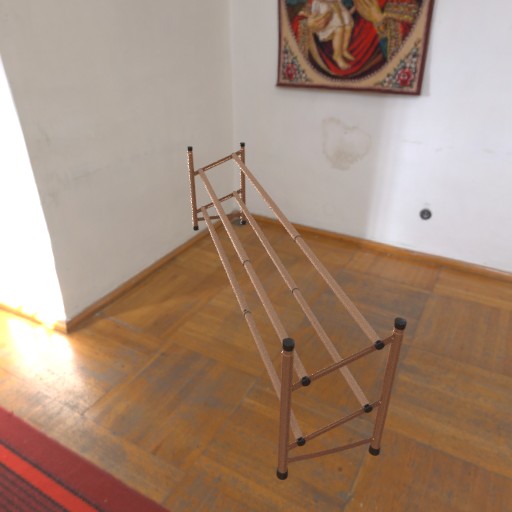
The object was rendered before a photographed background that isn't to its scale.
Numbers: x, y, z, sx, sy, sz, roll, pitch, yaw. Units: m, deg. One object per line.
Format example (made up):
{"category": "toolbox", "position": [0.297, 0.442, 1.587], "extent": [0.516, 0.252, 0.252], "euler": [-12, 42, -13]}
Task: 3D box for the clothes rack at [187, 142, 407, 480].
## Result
{"category": "clothes rack", "position": [0.000, 0.000, 1.306], "extent": [0.229, 0.349, 1.168], "euler": [-8, 31, -13]}
